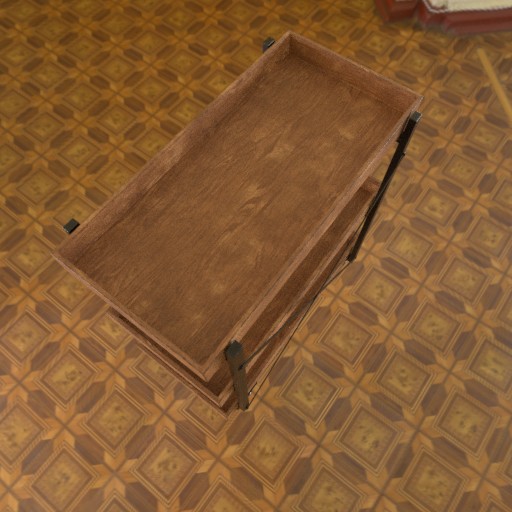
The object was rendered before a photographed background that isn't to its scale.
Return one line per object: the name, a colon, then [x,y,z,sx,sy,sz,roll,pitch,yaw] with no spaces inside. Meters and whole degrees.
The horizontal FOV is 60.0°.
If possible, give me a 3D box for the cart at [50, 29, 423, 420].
cart: [0.000,0.000,1.240,0.411,0.800,0.750,34,69,15]
